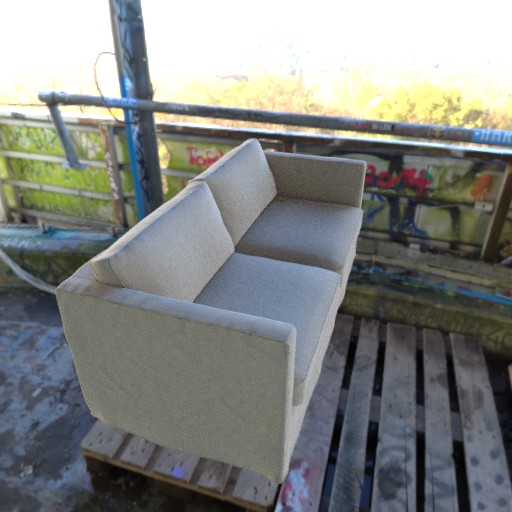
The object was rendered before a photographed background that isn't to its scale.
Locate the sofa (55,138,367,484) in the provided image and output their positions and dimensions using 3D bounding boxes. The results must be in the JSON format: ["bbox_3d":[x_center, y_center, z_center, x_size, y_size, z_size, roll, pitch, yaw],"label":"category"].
[{"bbox_3d":[0.000,0.000,2.450,0.962,0.835,1.959,10,32,17],"label":"sofa"}]
